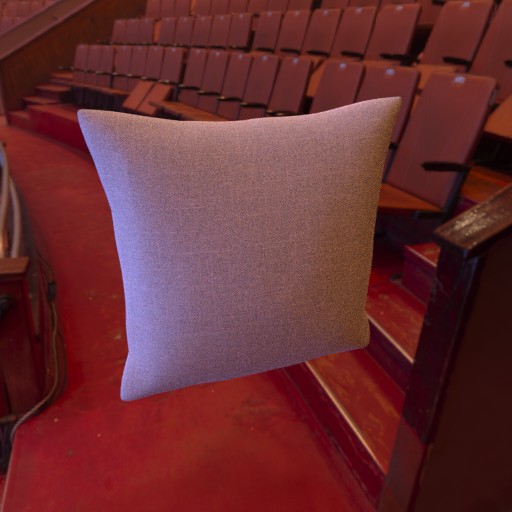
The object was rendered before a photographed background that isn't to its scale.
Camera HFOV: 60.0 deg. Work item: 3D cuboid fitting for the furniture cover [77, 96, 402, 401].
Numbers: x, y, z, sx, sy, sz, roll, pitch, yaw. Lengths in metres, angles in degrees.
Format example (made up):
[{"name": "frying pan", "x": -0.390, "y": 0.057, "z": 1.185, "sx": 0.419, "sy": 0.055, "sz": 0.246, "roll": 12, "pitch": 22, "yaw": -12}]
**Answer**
[{"name": "furniture cover", "x": 0.000, "y": 0.000, "z": 0.766, "sx": 0.512, "sy": 0.506, "sz": 0.178, "roll": -8, "pitch": 27, "yaw": -17}]
